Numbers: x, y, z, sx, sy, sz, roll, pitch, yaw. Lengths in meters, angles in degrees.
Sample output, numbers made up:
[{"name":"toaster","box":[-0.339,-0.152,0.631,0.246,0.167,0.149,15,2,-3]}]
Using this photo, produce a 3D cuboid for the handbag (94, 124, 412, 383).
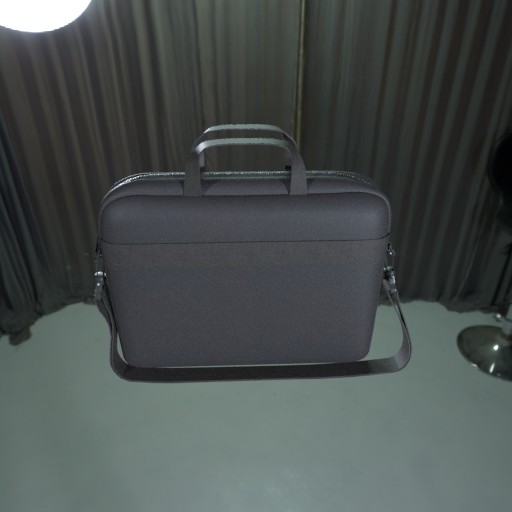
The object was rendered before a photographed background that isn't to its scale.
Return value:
[{"name":"handbag","box":[0.000,0.000,0.589,0.429,0.330,0.126,-1,30,-2]}]
